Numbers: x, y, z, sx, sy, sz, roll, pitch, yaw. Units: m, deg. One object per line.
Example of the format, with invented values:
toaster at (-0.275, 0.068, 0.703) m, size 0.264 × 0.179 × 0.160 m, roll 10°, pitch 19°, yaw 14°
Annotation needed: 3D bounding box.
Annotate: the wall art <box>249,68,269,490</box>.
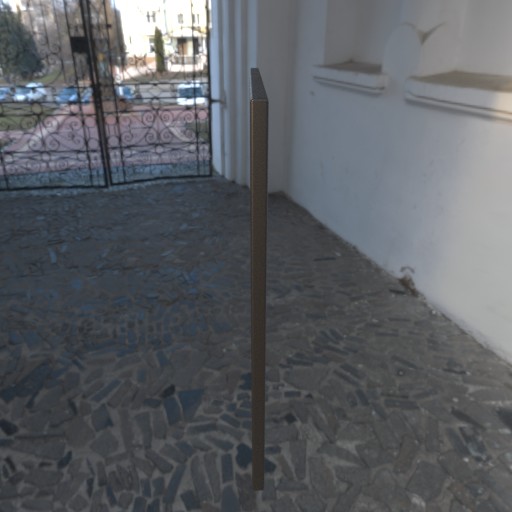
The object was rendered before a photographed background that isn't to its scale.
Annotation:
wall art at (0.000, 0.000, 0.780) m, size 0.018 × 0.582 × 0.481 m, roll 0°, pitch 26°, yaw -1°
